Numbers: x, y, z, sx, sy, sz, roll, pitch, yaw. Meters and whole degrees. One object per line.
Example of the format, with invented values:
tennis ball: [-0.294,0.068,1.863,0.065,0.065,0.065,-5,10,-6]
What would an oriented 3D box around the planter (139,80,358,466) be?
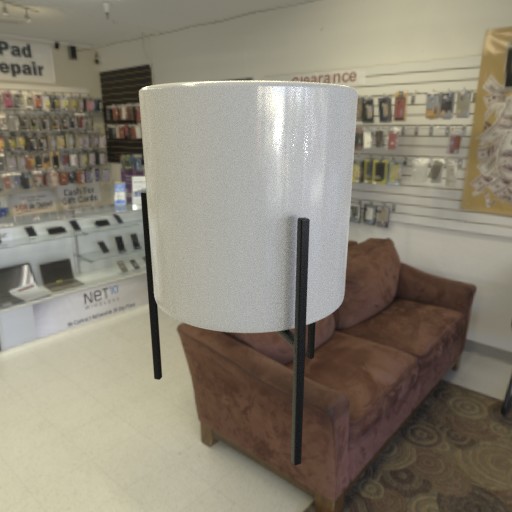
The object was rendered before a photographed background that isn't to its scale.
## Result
planter: [0.000,0.000,0.509,0.239,0.356,0.239,15,22,42]
